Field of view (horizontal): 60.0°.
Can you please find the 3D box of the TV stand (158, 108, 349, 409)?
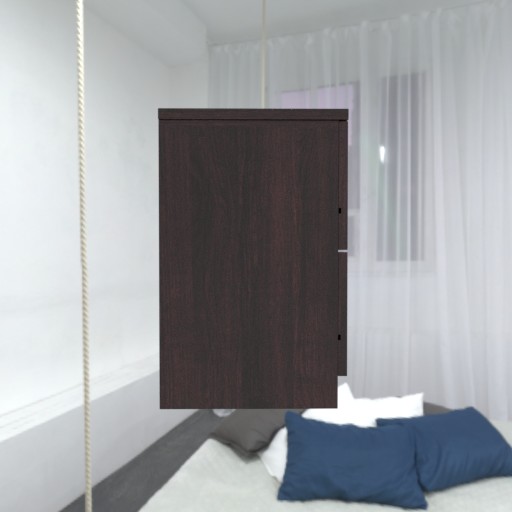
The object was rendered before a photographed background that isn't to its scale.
[{"bbox_3d":[0.000,0.000,1.490,0.404,0.614,1.192,0,1,-1],"label":"TV stand"}]
